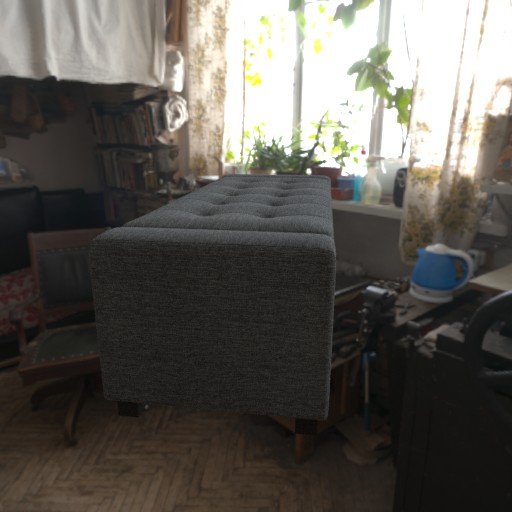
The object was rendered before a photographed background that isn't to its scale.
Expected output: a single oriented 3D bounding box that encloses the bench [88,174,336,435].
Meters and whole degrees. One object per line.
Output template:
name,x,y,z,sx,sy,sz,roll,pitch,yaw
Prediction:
bench,0.000,0.000,1.531,0.508,0.445,1.296,2,16,8
